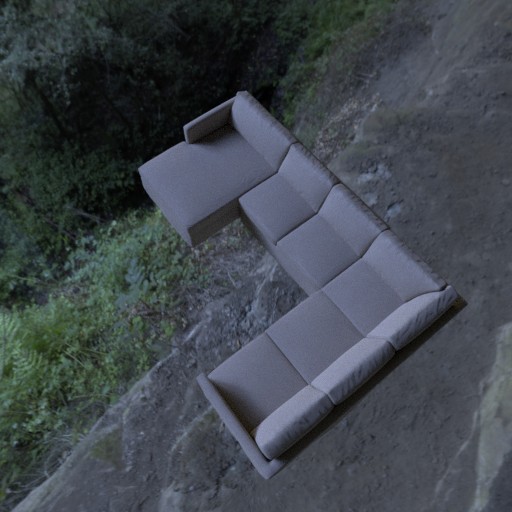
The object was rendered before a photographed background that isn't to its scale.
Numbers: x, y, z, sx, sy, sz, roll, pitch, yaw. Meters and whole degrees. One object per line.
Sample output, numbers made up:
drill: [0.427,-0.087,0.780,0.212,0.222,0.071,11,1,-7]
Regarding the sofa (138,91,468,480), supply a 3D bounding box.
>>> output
sofa: [0.000,0.000,4.666,2.476,0.878,3.528,-35,69,-16]
